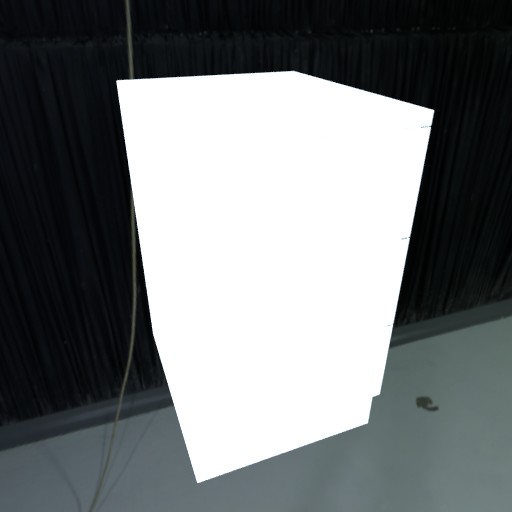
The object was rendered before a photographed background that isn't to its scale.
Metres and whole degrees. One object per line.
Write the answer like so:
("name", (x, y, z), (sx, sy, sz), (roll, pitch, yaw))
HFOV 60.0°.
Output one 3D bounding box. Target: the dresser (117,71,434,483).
("dresser", (0.000, 0.000, 0.798), (0.360, 0.560, 0.400), (-11, 31, -19))
